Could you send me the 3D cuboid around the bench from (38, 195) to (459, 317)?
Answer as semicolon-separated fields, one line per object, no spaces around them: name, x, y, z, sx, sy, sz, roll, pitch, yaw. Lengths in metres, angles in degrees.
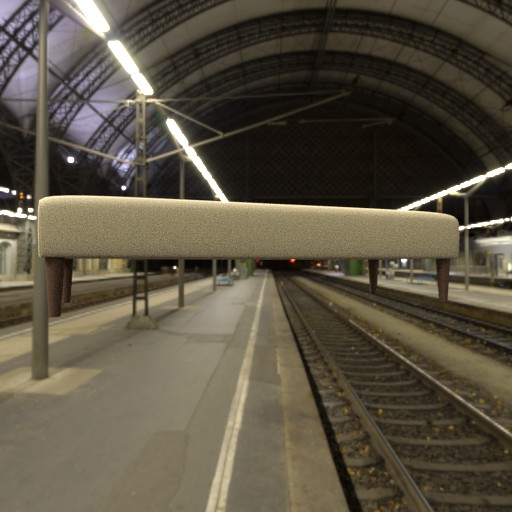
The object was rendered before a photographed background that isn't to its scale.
bench;0.000;0.000;1.876;1.609;0.393;0.646;0;-1;-20
